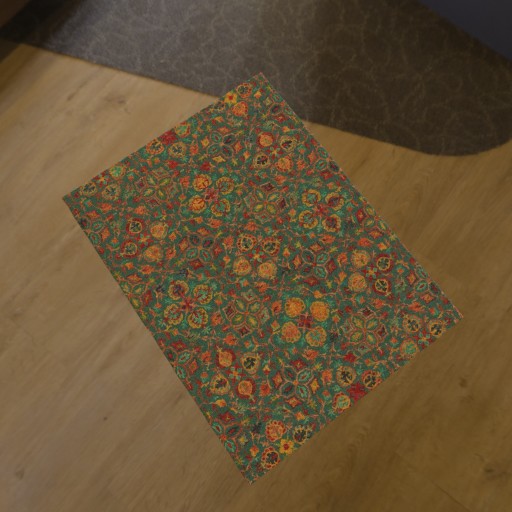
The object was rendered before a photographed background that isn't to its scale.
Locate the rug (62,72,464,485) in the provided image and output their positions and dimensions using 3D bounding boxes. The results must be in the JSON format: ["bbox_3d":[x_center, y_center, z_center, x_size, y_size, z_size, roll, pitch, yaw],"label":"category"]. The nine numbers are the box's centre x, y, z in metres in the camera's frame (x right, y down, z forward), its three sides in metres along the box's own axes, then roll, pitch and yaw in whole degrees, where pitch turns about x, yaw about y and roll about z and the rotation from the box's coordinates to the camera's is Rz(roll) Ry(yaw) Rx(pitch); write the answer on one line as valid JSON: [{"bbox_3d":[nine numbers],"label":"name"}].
[{"bbox_3d":[0.000,0.000,4.236,2.434,0.025,3.204,-35,79,-8],"label":"rug"}]
